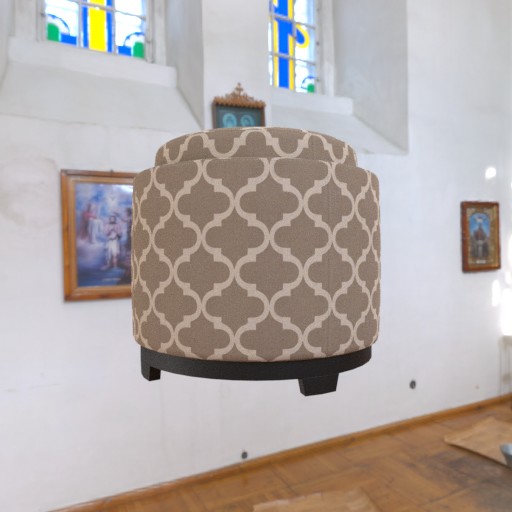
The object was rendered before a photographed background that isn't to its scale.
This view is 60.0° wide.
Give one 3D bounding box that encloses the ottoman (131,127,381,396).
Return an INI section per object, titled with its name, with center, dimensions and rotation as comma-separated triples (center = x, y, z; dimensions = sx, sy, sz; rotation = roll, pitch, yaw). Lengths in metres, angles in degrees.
[ottoman]
center = 0.000, 0.000, 0.885
dimensions = 0.480, 0.429, 0.480
rotation = 0, 0, 0
